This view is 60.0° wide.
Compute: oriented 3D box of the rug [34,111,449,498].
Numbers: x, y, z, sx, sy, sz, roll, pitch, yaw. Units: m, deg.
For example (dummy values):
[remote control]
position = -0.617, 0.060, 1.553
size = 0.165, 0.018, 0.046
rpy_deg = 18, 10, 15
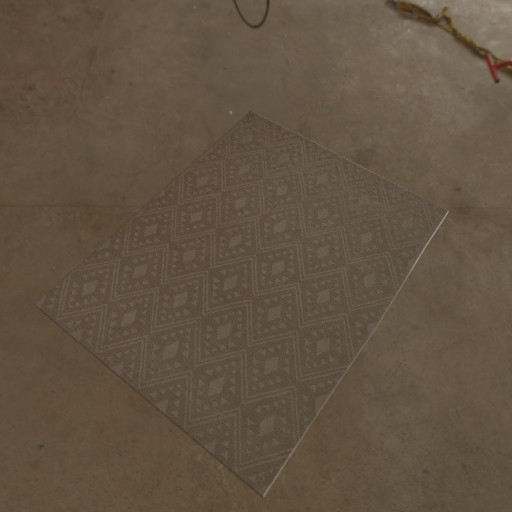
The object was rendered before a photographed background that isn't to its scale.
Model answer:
[rug]
position = 0.000, 0.000, 3.978
size = 2.399, 0.054, 3.011
rpy_deg = 32, 63, 18
